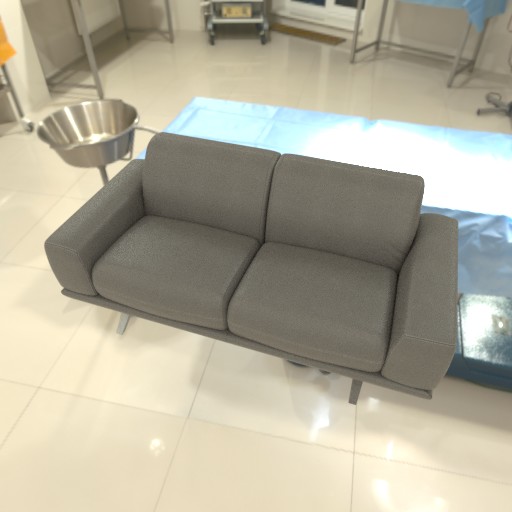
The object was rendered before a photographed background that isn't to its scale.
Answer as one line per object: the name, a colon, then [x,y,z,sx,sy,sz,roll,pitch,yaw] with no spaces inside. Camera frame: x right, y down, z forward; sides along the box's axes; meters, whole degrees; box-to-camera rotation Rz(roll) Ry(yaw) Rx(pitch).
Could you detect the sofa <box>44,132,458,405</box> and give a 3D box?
sofa: [0.000,0.000,2.287,1.901,0.772,0.900,13,44,14]
